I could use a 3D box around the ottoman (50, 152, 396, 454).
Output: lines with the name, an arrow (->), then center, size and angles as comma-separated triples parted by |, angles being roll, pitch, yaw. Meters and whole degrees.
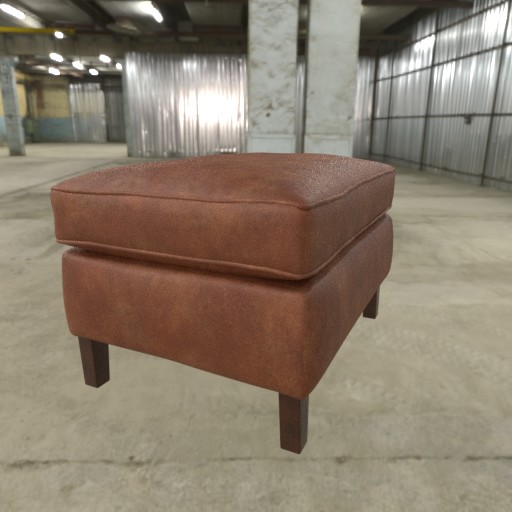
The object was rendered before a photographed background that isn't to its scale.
ottoman -> 0.000, 0.000, 0.959 | 0.501, 0.418, 0.665 | 8, 18, 25
